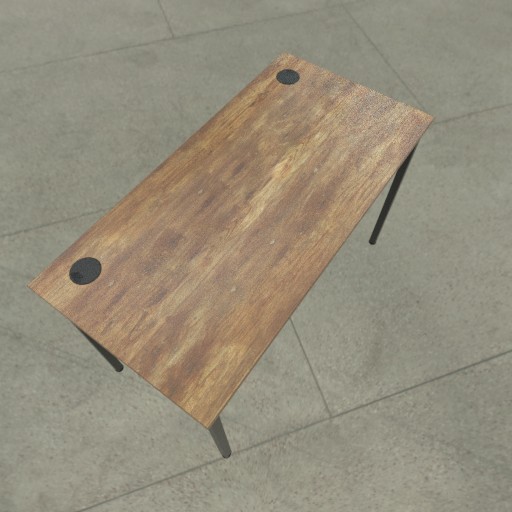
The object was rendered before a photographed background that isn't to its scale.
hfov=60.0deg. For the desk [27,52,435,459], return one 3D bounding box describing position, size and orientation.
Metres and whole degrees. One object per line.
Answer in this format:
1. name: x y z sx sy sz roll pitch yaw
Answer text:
1. desk: 0.000 0.000 1.624 0.600 0.749 1.200 32 64 17
